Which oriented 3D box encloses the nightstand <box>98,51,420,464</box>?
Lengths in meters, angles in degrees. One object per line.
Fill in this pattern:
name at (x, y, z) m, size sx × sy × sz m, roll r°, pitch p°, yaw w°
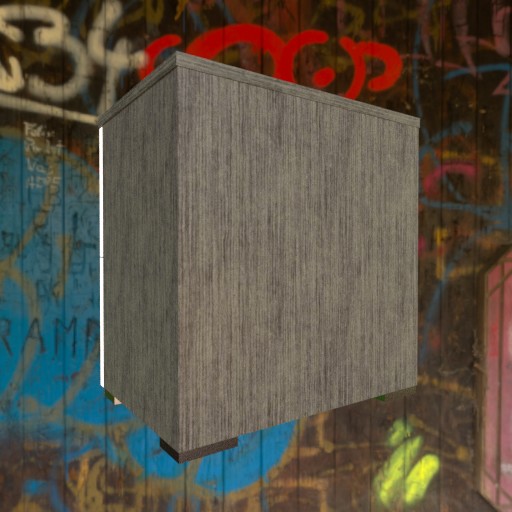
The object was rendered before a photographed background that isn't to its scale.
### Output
nightstand at (0.000, 0.000, 0.752) m, size 0.441 × 0.460 × 0.325 m, roll -1°, pitch 1°, yaw -35°
